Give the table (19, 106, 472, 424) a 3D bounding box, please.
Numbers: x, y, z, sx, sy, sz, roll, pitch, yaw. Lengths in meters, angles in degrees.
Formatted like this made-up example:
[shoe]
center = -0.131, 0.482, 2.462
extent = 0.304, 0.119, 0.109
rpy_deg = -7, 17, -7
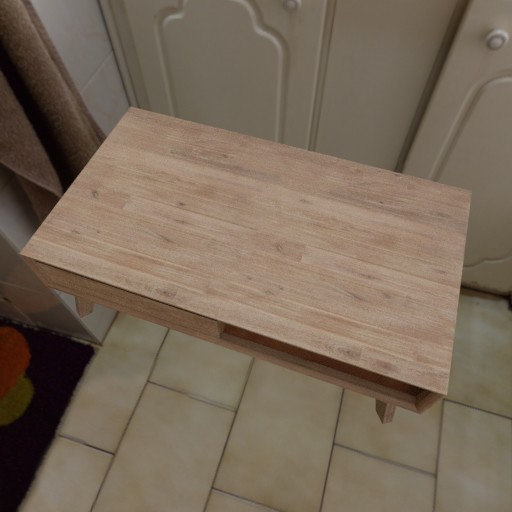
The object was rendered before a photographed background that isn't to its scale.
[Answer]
[table]
center = 0.000, 0.000, 2.017
extent = 1.619, 0.531, 0.918
rpy_deg = 17, 59, 10
